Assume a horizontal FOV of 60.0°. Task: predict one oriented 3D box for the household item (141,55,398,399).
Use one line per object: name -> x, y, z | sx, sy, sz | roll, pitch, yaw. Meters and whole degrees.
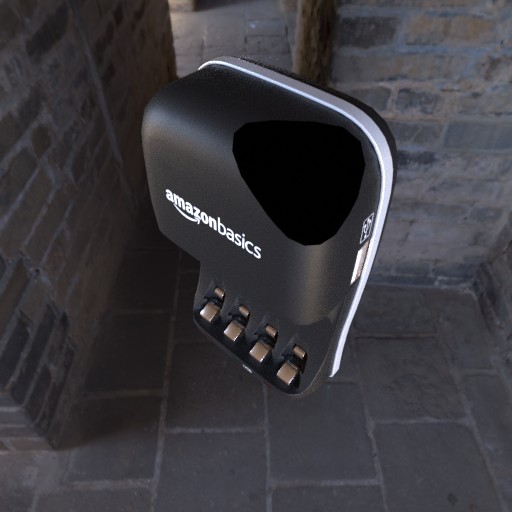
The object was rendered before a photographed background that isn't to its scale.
household item -> 0.000, 0.000, 0.148 | 0.070, 0.114, 0.038 | 33, 55, 27
